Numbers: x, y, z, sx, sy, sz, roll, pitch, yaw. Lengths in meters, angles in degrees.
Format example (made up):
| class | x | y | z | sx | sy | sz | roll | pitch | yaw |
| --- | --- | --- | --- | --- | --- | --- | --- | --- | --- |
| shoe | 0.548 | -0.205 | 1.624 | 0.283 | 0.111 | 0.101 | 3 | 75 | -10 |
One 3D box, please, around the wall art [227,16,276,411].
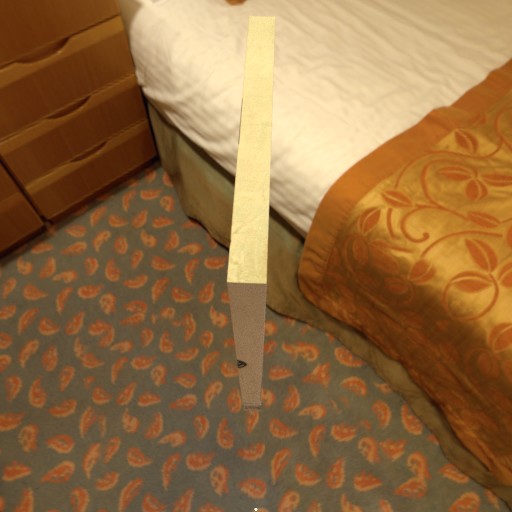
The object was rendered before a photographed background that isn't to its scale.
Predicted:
| class | x | y | z | sx | sy | sz | roll | pitch | yaw |
| --- | --- | --- | --- | --- | --- | --- | --- | --- | --- |
| wall art | 0.000 | 0.000 | 0.766 | 0.036 | 0.607 | 0.403 | 2 | 60 | 1 |
